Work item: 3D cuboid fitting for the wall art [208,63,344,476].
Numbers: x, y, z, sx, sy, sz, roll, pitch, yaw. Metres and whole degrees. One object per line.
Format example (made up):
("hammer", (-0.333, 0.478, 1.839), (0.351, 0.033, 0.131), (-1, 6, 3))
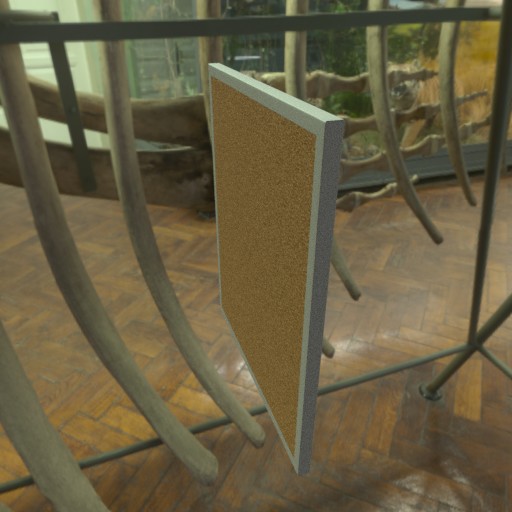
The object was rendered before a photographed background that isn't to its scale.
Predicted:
("wall art", (0.000, 0.000, 0.729), (0.020, 0.536, 0.444), (-10, 32, -17))
